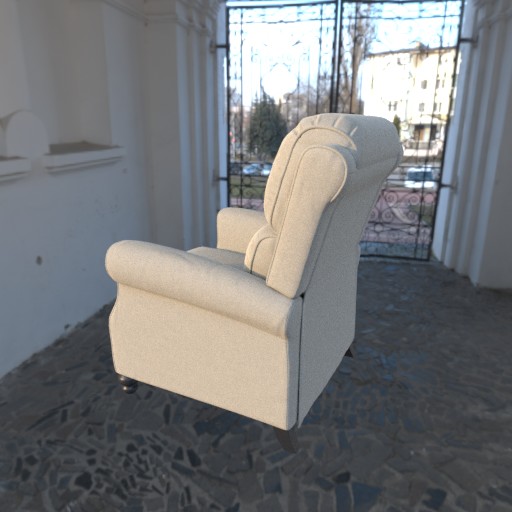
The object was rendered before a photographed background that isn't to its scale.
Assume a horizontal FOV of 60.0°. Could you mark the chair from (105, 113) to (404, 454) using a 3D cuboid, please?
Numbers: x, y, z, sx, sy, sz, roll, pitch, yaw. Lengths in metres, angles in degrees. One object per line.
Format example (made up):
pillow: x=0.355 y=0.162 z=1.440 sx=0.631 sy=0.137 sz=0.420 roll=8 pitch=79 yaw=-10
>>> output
chair: x=0.000 y=0.000 z=1.728 sx=0.919 sy=1.046 sz=0.859 roll=8 pitch=19 yaw=26
